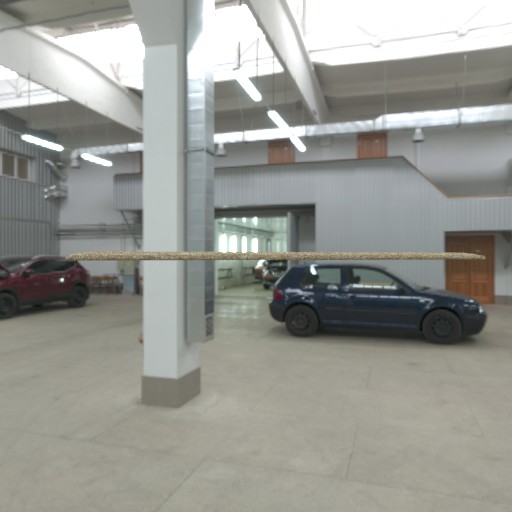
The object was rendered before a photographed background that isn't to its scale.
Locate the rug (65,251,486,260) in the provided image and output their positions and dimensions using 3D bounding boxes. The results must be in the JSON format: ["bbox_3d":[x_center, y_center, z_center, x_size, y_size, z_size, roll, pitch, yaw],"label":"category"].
[{"bbox_3d":[0.000,0.000,3.813,2.873,0.050,2.242,0,0,-18],"label":"rug"}]
